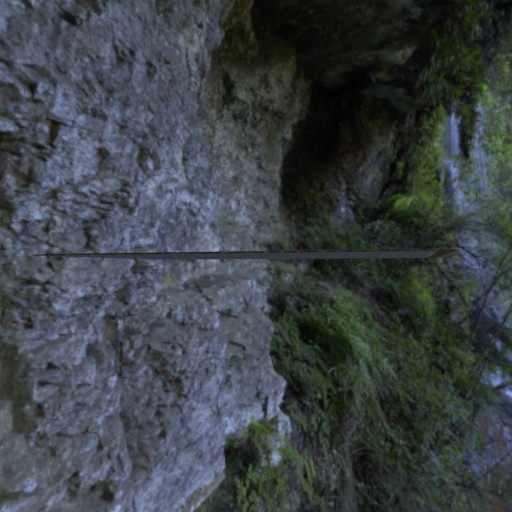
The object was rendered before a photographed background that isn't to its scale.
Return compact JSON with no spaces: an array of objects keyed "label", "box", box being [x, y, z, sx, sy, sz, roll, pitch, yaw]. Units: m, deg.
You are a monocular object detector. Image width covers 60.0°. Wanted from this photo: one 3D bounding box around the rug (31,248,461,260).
[{"label":"rug","box":[0.000,0.000,2.513,2.029,0.010,1.237,-1,-2,20]}]
